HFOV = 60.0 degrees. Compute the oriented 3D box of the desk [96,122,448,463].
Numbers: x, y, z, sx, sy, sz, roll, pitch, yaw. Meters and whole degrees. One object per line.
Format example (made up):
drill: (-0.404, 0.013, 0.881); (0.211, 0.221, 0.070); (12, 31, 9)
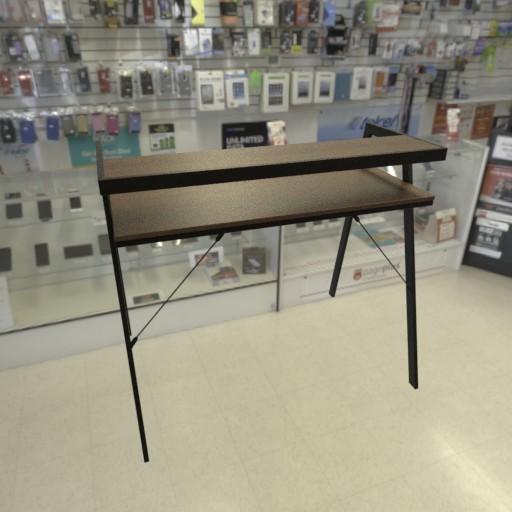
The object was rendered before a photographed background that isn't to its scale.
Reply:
desk: (0.000, 0.000, 1.890); (1.143, 0.998, 0.936); (-9, 28, -16)
